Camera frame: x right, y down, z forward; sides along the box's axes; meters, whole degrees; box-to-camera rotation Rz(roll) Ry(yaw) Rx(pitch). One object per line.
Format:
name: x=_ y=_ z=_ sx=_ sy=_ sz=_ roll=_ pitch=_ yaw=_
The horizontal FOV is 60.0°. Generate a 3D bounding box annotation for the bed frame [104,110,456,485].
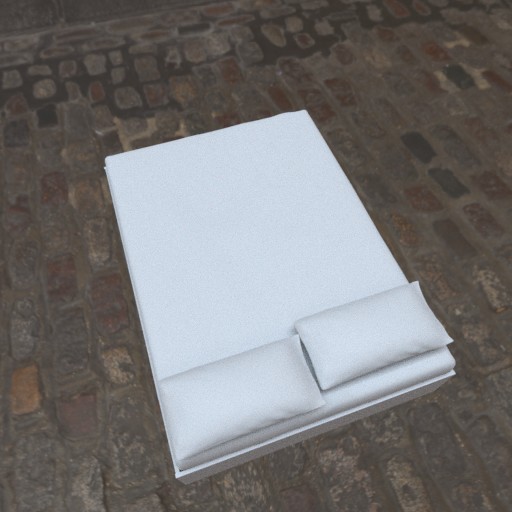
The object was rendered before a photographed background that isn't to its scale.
bed frame: x=0.000 y=0.000 z=2.561 sx=1.450 sy=0.629 sz=1.950 roll=-16 pitch=60 yaw=-10
